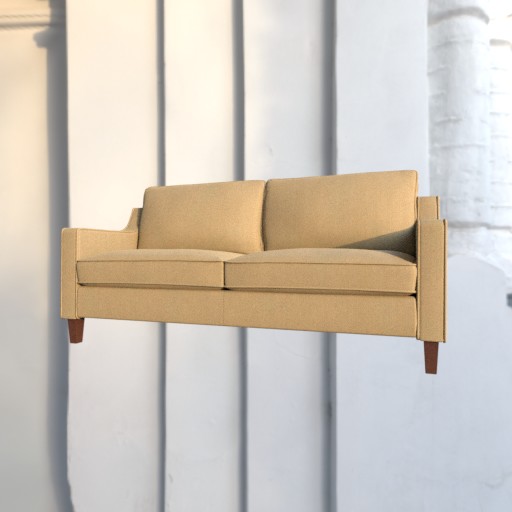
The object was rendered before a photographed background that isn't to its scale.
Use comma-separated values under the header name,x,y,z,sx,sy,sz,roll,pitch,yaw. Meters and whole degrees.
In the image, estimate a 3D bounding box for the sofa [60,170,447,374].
name,x,y,z,sx,sy,sz,roll,pitch,yaw
sofa,0.000,0.000,2.817,2.178,1.071,1.066,0,0,20
